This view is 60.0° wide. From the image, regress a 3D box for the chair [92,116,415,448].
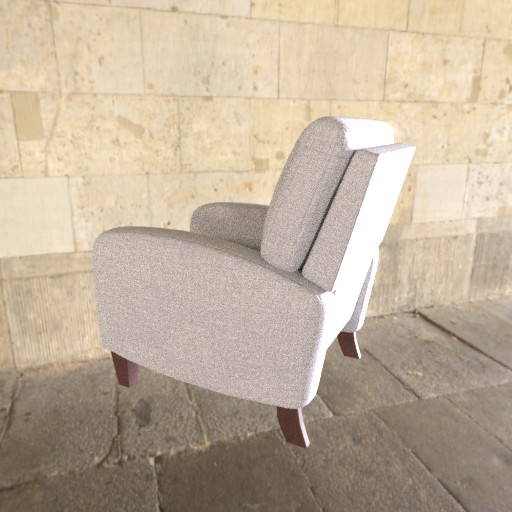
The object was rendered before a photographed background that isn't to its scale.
[{"bbox_3d":[0.000,0.000,1.674,0.990,0.990,0.762,8,18,26],"label":"chair"}]
